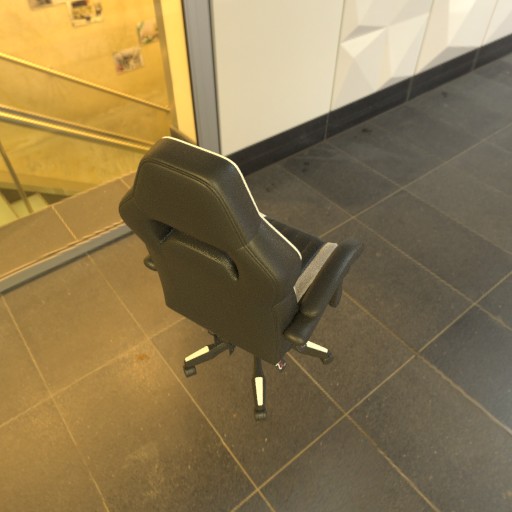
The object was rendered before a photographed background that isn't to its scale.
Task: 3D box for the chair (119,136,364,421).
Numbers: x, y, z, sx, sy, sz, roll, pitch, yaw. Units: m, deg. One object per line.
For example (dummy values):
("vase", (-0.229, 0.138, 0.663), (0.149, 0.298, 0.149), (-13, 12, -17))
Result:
("chair", (0.000, 0.000, 1.615), (0.676, 1.200, 0.700), (25, 51, 22))
